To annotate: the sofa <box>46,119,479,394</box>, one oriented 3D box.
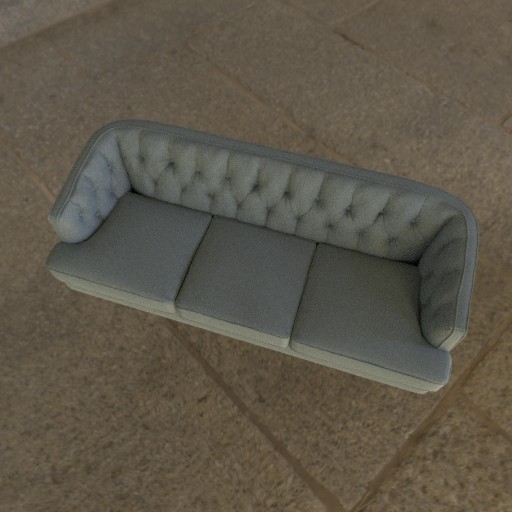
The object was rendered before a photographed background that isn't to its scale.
[{"bbox_3d":[0.000,0.000,2.597,2.278,0.855,0.941,15,60,9],"label":"sofa"}]
